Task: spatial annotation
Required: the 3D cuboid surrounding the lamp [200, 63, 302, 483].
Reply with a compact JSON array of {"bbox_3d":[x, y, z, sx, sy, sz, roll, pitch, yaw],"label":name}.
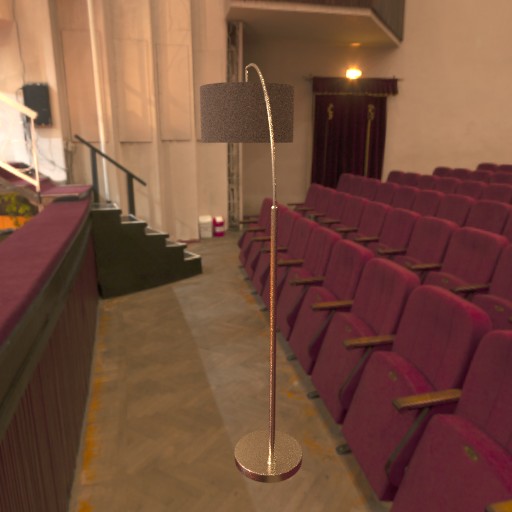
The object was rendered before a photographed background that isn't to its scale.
[{"bbox_3d":[0.000,0.000,2.094,0.452,1.735,0.934,-3,15,-10],"label":"lamp"}]
